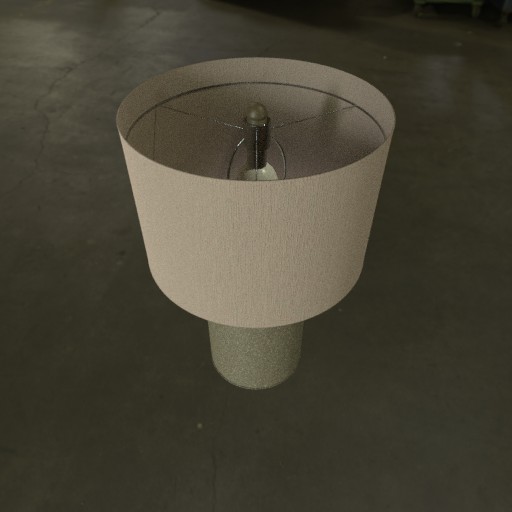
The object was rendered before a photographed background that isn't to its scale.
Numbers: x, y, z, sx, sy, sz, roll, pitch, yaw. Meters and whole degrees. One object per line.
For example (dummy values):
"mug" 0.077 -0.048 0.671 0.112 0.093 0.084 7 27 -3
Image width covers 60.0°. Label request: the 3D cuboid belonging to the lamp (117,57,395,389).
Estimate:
"lamp" 0.000 0.000 0.681 0.318 0.486 0.318 0 43 0
